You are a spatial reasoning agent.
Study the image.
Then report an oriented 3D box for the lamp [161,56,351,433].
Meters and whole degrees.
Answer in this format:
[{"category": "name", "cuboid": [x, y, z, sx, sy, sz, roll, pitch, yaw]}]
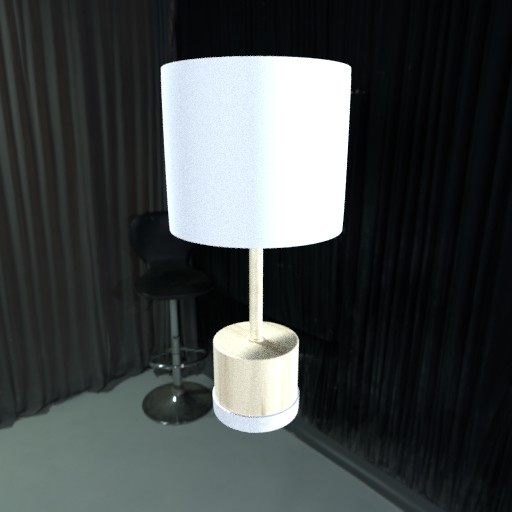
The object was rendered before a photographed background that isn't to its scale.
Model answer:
[{"category": "lamp", "cuboid": [0.000, 0.000, 0.605, 0.229, 0.470, 0.229, -15, 22, -42]}]
